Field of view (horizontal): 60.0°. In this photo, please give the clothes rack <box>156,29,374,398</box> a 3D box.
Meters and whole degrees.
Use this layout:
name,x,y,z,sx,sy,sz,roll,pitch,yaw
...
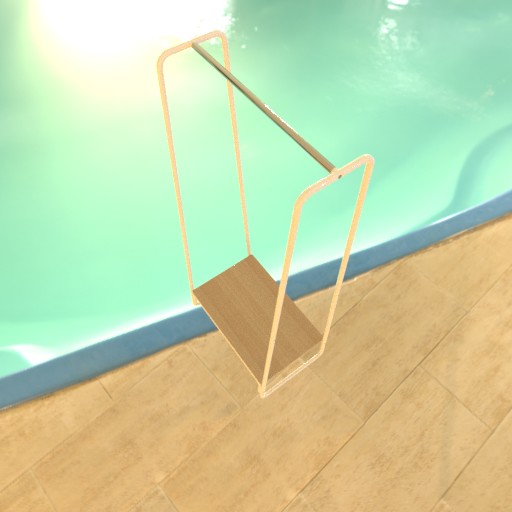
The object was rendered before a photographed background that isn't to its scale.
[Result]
name,x,y,z,sx,sy,sz,roll,pitch,yaw
clothes rack,0.000,0.000,1.753,0.400,1.500,0.640,-32,63,-18
